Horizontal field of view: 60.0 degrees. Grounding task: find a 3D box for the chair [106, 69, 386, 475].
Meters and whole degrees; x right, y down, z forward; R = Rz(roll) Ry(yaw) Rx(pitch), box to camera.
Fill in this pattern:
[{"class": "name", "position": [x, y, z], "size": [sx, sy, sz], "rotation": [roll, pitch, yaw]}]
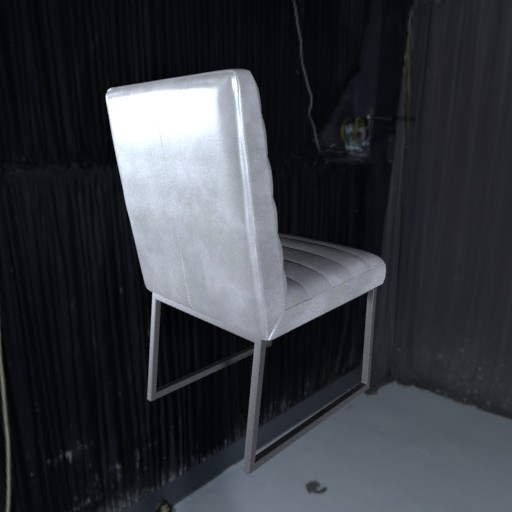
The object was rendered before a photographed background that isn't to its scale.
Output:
[{"class": "chair", "position": [0.000, 0.000, 1.300], "size": [0.634, 0.930, 0.520], "rotation": [-14, 21, -43]}]
